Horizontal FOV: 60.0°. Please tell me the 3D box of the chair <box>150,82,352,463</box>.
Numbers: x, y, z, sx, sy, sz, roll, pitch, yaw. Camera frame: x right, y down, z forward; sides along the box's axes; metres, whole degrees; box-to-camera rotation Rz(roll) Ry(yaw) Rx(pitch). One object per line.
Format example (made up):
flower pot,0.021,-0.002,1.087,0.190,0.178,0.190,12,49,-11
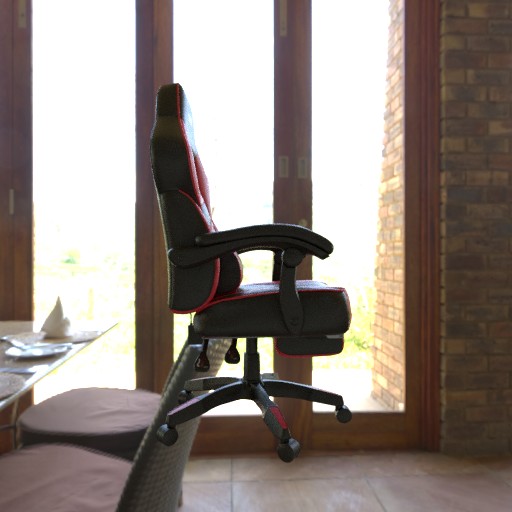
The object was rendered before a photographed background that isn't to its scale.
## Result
chair,0.000,0.000,1.643,0.700,1.220,0.700,0,0,0
